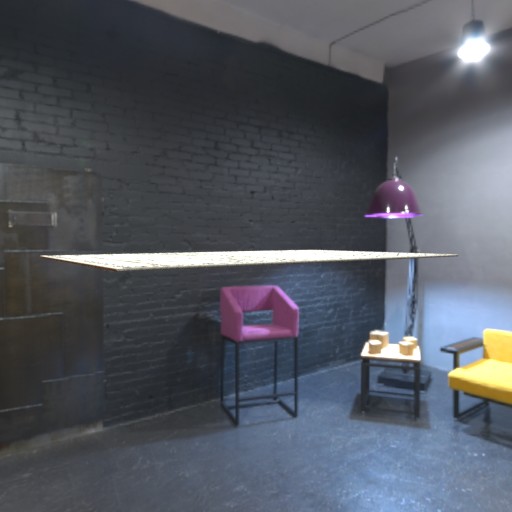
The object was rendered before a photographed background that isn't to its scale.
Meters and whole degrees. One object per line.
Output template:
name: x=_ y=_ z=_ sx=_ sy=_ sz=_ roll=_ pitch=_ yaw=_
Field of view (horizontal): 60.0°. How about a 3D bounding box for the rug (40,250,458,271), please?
rug: x=0.000 y=0.000 z=3.043 sx=2.444 sy=0.012 sz=1.526 roll=-2 pitch=3 yaw=-36
